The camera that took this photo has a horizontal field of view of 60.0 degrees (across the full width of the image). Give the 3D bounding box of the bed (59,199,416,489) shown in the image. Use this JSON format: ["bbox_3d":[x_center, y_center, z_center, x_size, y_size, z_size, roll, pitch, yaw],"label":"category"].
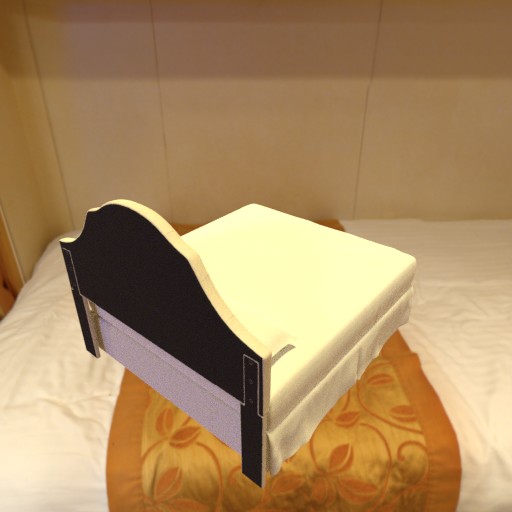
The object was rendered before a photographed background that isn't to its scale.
[{"bbox_3d":[0.000,0.000,3.598,2.008,1.615,2.214,23,37,34],"label":"bed"}]
